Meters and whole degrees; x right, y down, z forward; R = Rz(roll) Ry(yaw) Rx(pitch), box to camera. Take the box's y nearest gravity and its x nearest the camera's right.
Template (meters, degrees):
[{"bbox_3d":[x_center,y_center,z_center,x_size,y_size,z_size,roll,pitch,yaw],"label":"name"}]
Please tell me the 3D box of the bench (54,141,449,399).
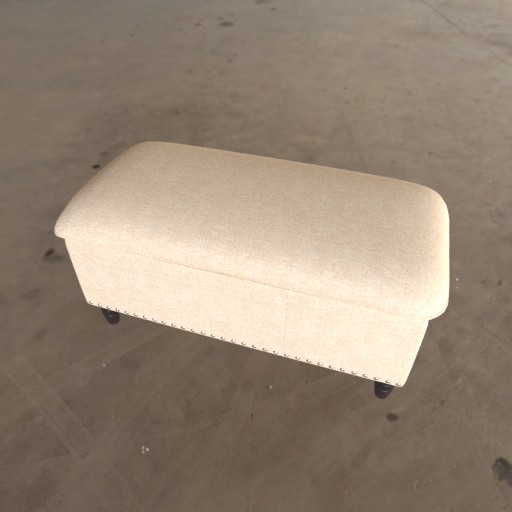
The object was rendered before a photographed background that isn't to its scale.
[{"bbox_3d":[0.000,0.000,1.291,0.991,0.483,0.483,12,43,14],"label":"bench"}]
